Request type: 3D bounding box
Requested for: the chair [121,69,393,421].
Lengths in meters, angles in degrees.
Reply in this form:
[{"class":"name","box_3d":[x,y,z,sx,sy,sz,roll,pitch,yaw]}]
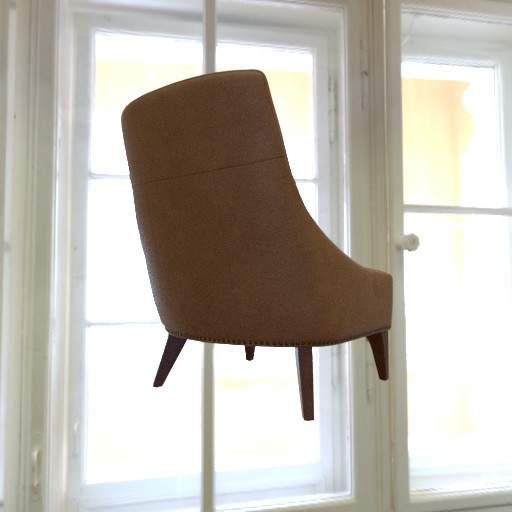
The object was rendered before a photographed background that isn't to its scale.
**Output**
[{"class":"chair","box_3d":[0.000,0.000,1.524,0.701,0.909,0.861,-2,-3,36]}]
